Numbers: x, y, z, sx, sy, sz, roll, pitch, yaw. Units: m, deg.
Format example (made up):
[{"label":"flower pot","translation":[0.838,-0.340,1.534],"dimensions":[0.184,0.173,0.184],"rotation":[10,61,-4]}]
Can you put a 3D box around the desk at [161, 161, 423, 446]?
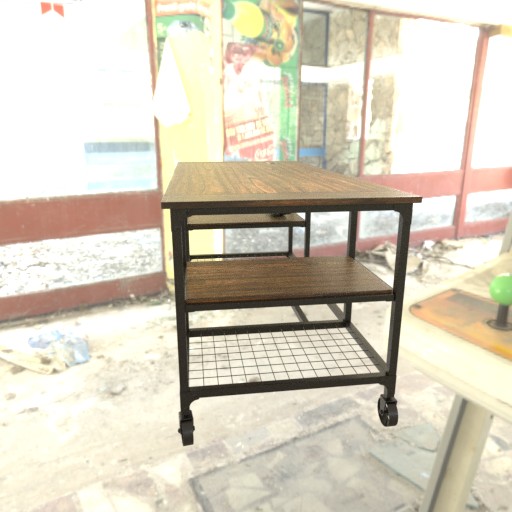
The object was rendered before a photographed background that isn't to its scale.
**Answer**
[{"label":"desk","translation":[0.000,0.000,2.021],"dimensions":[0.711,0.751,1.590],"rotation":[-2,16,-8]}]
